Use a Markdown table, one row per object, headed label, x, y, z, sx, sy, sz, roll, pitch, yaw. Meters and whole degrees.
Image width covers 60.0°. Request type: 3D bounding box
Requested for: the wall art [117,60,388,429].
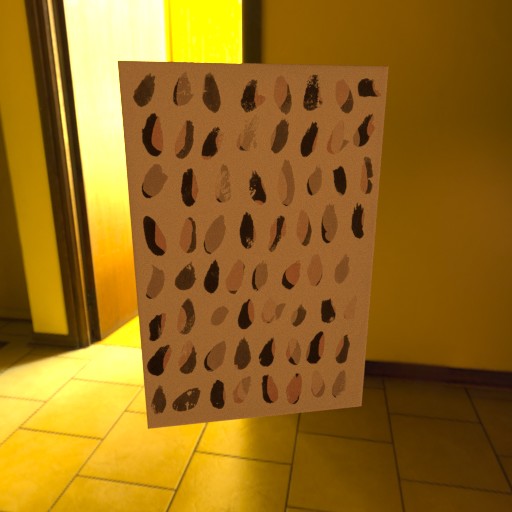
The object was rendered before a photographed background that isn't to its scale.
| label | x | y | z | sx | sy | sz | roll | pitch | yaw |
| --- | --- | --- | --- | --- | --- | --- | --- | --- | --- |
| wall art | 0.000 | 0.000 | 0.480 | 0.252 | 0.381 | 0.039 | -3 | 17 | -9 |
